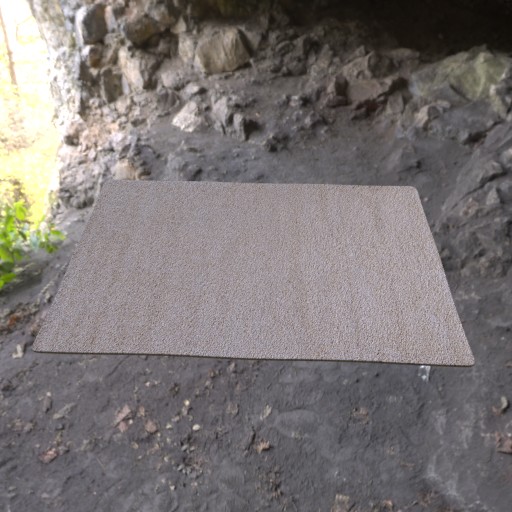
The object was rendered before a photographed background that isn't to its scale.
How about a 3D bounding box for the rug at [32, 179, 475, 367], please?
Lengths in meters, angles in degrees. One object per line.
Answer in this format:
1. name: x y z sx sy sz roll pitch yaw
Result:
1. rug: 0.000 0.000 2.847 2.349 0.026 1.500 2 47 1
